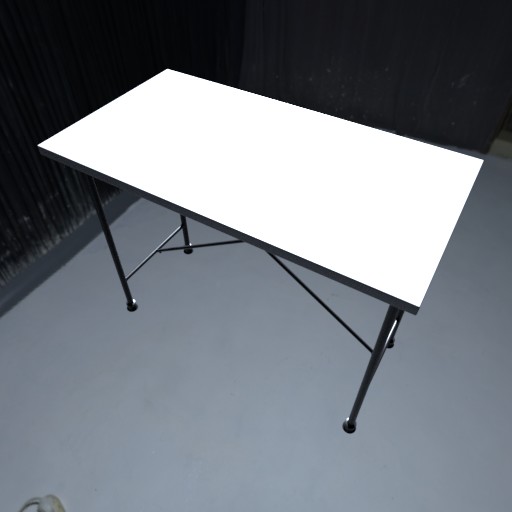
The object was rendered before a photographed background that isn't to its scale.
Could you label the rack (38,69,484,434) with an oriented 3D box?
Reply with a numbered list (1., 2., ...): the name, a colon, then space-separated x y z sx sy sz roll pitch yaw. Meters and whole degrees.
1. rack: 0.000 0.000 1.617 1.159 0.880 0.613 24 51 21
